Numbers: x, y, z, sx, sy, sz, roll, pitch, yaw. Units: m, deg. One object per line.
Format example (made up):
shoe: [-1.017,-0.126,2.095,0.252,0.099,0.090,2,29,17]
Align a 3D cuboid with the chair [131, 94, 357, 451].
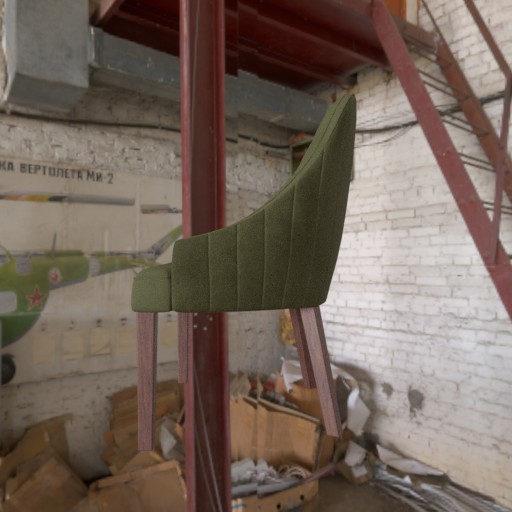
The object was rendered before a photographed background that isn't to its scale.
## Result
chair: [0.000,0.000,1.309,0.575,0.889,0.643,0,-1,-1]
